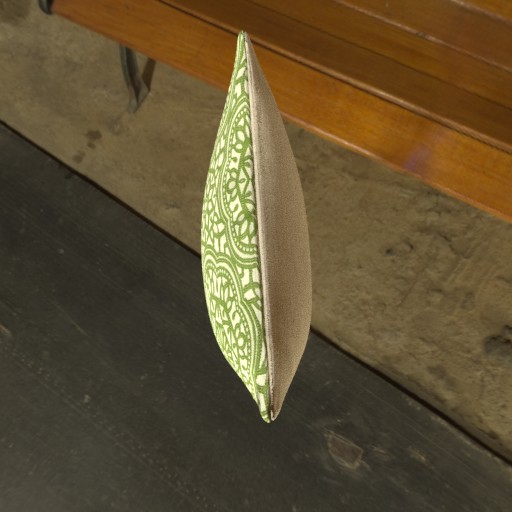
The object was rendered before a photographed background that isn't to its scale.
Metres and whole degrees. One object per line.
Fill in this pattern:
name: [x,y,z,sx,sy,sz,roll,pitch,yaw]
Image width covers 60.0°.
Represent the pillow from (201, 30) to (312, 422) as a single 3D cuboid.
pillow: [0.000,0.000,0.660,0.162,0.419,0.440,-4,75,-1]
